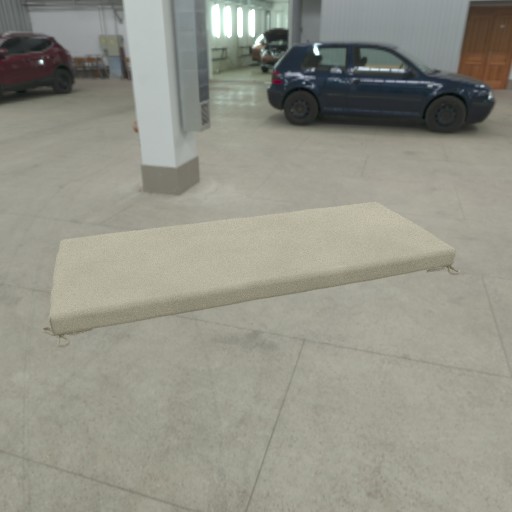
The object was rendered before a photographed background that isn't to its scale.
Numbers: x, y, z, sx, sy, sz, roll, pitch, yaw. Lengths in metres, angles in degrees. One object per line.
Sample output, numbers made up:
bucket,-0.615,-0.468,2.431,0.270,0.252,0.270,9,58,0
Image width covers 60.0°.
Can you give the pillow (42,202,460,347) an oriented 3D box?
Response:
pillow,0.000,0.000,1.360,1.187,0.081,0.492,-8,28,-16
